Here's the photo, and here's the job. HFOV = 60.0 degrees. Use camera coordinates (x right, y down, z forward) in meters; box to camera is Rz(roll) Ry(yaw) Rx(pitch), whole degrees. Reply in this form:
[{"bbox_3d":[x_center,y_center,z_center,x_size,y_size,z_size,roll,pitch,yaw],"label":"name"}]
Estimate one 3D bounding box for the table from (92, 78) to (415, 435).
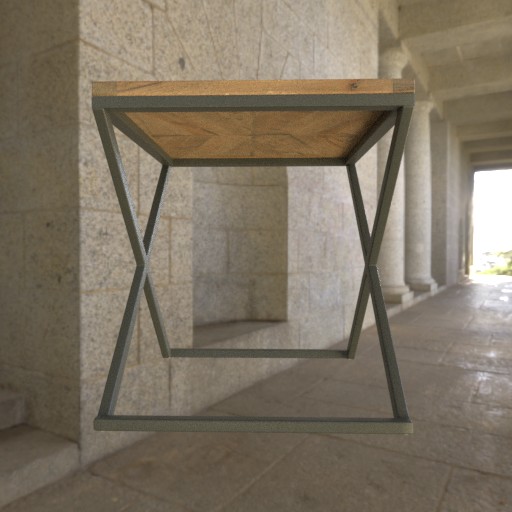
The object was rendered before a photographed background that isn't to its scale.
[{"bbox_3d":[0.000,0.000,0.931,0.499,0.550,0.498,0,1,1],"label":"table"}]
